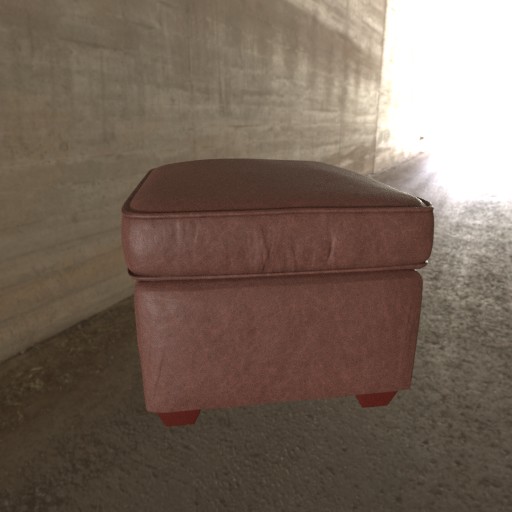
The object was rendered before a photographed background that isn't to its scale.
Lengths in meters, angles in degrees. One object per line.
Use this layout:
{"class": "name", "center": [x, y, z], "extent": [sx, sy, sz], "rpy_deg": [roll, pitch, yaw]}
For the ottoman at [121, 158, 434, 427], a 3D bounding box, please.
{"class": "ottoman", "center": [0.000, 0.000, 1.104], "extent": [0.548, 0.449, 0.749], "rpy_deg": [-3, 17, -8]}
